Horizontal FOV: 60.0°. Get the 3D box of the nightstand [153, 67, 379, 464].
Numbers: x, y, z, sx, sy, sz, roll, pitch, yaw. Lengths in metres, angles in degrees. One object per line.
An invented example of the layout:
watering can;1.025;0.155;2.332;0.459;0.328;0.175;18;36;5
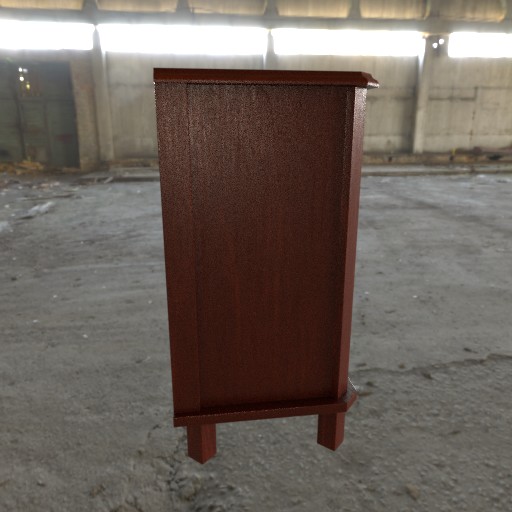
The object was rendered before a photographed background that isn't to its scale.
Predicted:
nightstand;0.000;0.000;0.935;0.351;0.681;0.435;-2;16;-8
